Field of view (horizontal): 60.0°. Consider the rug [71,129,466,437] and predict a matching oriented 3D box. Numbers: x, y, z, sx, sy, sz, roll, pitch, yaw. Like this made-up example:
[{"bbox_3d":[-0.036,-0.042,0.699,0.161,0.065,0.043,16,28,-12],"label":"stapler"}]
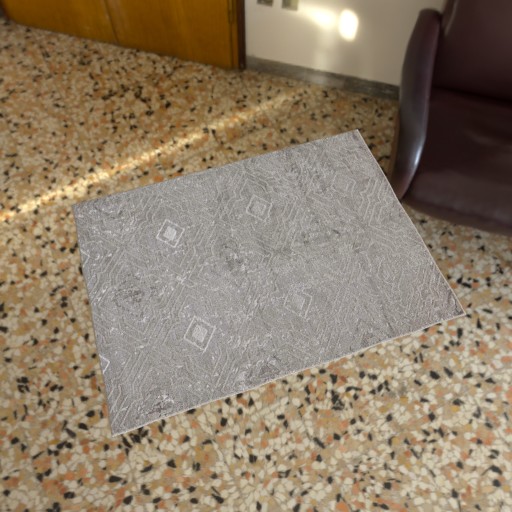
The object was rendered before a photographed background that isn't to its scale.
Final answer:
[{"bbox_3d":[0.000,0.000,4.455,3.359,0.020,2.448,-17,64,-9],"label":"rug"}]
